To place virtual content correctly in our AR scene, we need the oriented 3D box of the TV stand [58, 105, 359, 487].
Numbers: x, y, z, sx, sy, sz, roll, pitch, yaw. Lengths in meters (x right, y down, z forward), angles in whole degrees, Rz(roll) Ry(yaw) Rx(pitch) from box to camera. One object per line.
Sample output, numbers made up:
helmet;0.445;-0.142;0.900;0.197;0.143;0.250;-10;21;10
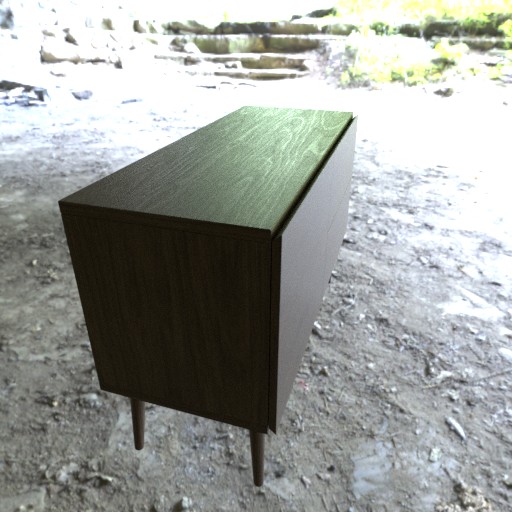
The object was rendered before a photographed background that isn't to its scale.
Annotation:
TV stand;0.000;0.000;1.287;0.405;0.660;0.990;9;30;16
